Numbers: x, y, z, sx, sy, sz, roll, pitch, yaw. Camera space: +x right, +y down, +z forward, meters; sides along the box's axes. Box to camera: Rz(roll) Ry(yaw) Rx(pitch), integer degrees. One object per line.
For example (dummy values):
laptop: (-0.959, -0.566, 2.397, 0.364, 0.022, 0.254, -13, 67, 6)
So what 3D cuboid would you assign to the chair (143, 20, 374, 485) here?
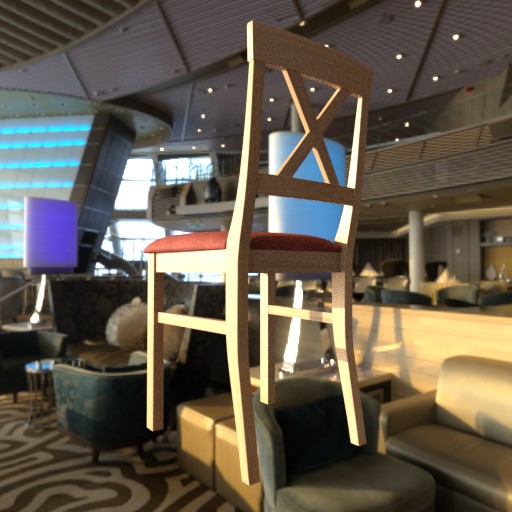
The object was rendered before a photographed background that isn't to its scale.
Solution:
chair: (0.000, 0.000, 1.148, 0.439, 0.912, 0.492, 1, -2, -37)
